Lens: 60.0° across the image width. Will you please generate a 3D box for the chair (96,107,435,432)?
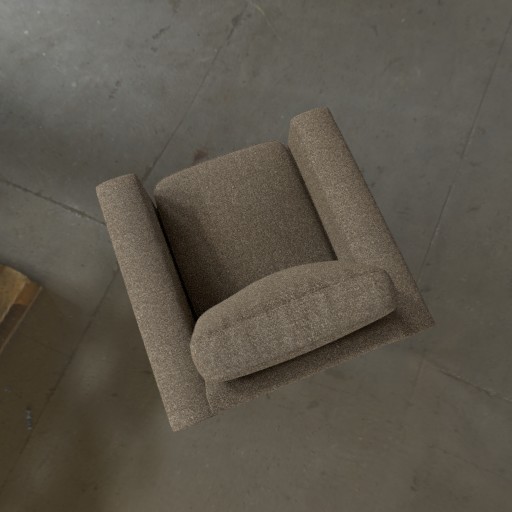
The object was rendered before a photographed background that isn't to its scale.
[{"bbox_3d":[0.000,0.000,1.782,1.005,0.873,1.016,-21,76,-6],"label":"chair"}]
